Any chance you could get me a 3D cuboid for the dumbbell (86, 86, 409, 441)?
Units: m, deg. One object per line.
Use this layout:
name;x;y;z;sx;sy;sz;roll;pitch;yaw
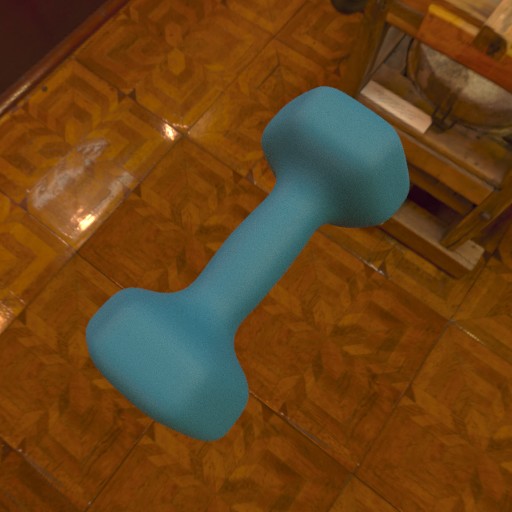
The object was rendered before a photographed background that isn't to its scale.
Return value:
dumbbell;0.000;0.000;0.193;0.074;0.066;0.152;38;77;10
